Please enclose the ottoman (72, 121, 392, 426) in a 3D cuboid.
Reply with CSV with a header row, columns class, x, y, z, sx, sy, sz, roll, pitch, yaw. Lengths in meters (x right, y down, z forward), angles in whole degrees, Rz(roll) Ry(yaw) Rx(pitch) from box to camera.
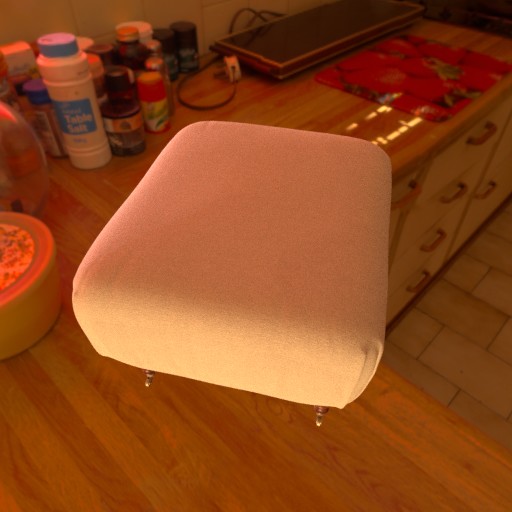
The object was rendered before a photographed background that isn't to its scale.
class,x,y,z,sx,sy,sz,roll,pitch,yaw
ottoman,0.000,0.000,1.144,0.622,0.450,0.746,10,45,10
